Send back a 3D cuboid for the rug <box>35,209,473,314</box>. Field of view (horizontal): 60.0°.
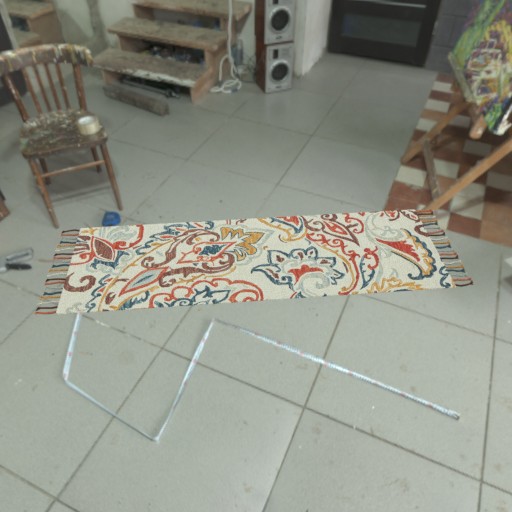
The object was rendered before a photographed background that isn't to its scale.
[{"bbox_3d":[0.000,0.000,2.956,2.682,0.015,0.763,-4,45,-3],"label":"rug"}]
